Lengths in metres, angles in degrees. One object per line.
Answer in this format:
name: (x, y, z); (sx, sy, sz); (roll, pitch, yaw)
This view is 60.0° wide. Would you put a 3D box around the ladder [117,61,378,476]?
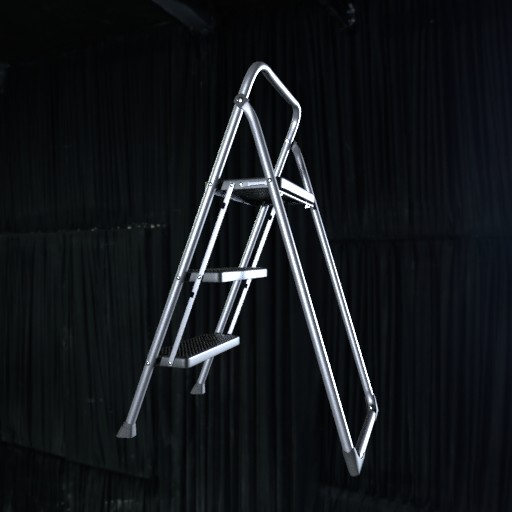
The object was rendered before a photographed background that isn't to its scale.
ladder: (0.000, 0.000, 1.247); (0.629, 0.945, 0.430); (0, 0, 21)
